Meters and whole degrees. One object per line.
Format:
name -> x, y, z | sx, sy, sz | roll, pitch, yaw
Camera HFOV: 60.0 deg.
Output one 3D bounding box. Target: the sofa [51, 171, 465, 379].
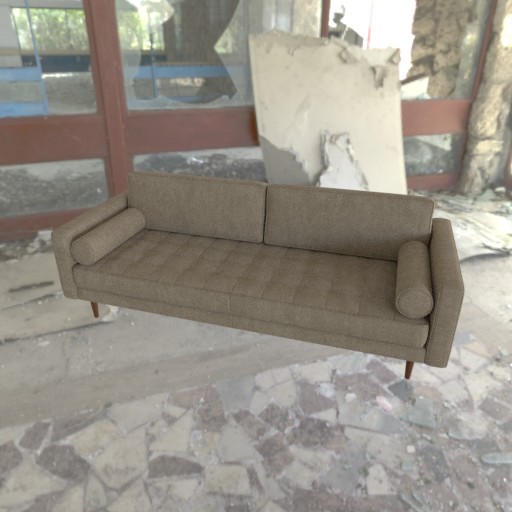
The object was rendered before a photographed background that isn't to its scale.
sofa -> 0.000, 0.000, 2.663 | 2.200, 0.770, 0.919 | 8, 27, 16
